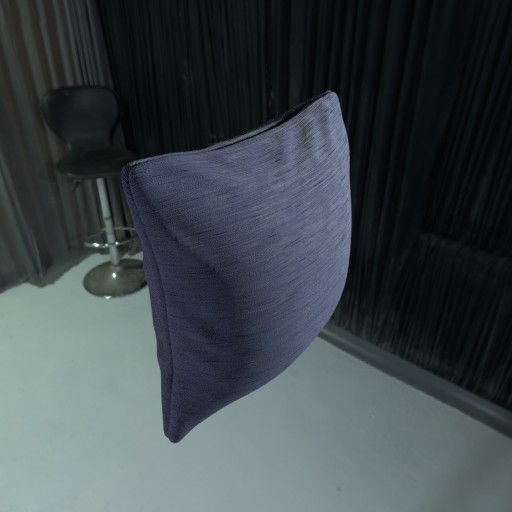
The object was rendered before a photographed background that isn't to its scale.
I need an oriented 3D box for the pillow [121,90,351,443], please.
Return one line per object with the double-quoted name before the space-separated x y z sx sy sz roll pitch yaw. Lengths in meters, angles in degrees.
"pillow" 0.000 0.000 0.671 0.246 0.414 0.432 21 38 30
